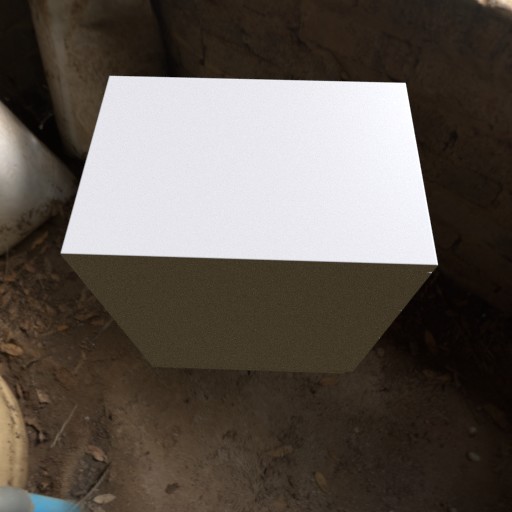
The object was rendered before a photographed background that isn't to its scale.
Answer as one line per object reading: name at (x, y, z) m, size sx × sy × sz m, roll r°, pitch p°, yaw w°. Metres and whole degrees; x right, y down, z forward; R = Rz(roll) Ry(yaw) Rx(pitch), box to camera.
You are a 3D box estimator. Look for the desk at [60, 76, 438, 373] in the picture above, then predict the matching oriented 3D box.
desk at (0.000, 0.000, 1.106) m, size 0.600 × 0.730 × 0.404 m, roll 2°, pitch 62°, yaw 1°
